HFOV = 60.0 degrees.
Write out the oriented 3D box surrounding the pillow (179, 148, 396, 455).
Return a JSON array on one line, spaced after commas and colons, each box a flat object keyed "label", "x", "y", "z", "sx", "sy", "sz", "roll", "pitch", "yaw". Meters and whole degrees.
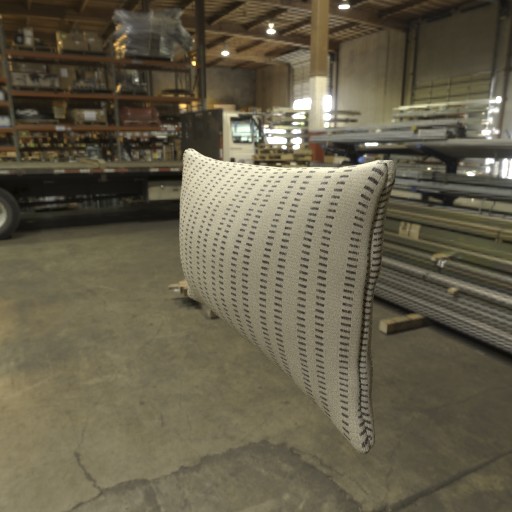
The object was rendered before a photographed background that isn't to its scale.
[{"label": "pillow", "x": 0.000, "y": 0.000, "z": 0.772, "sx": 0.210, "sy": 0.353, "sz": 0.640, "roll": -8, "pitch": 17, "yaw": -27}]
